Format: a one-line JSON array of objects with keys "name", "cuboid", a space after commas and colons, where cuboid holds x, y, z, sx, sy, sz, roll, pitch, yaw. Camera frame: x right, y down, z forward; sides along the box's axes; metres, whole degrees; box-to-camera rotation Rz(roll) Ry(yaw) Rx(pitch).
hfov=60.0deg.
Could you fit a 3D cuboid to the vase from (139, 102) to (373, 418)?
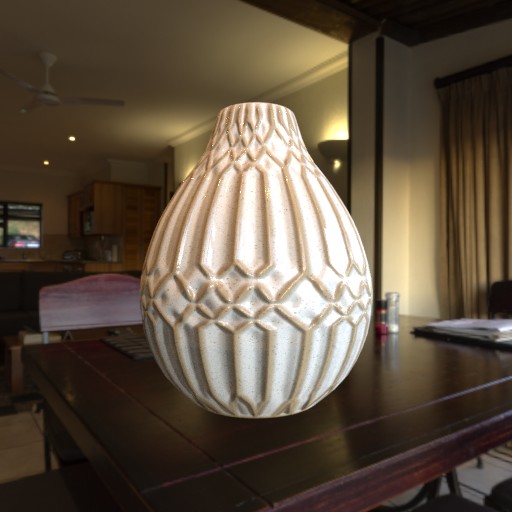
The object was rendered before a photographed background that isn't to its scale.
[{"name": "vase", "cuboid": [0.000, 0.000, 0.313, 0.159, 0.200, 0.159, 0, 0, 0]}]
